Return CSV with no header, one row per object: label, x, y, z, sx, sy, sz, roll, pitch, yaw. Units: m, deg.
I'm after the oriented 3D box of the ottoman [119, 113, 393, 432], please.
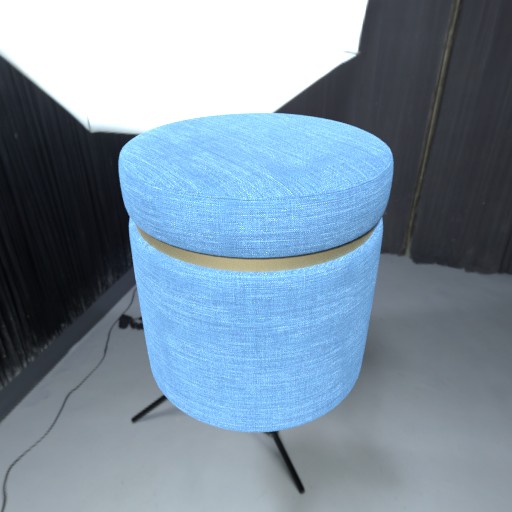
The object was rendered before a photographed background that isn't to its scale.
ottoman,0.000,0.000,0.746,0.398,0.406,0.398,0,31,0
